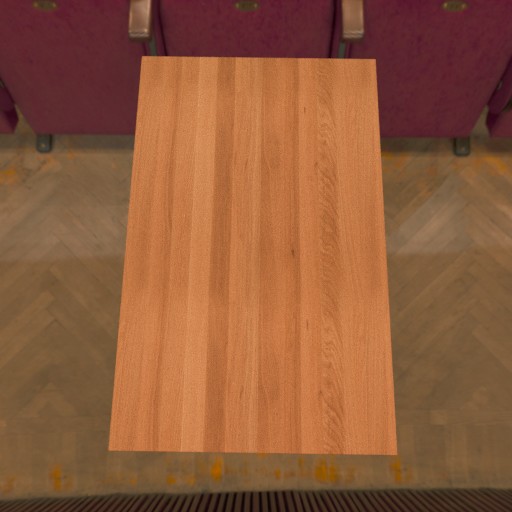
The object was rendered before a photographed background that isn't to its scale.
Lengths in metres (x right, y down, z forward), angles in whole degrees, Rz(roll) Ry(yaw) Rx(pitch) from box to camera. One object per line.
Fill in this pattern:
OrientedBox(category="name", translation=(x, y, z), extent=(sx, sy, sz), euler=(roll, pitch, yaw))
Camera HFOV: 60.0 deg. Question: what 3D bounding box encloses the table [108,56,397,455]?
OrientedBox(category="table", translation=(0.000, 0.000, 1.447), extent=(0.700, 0.510, 1.100), euler=(1, 77, 0))
